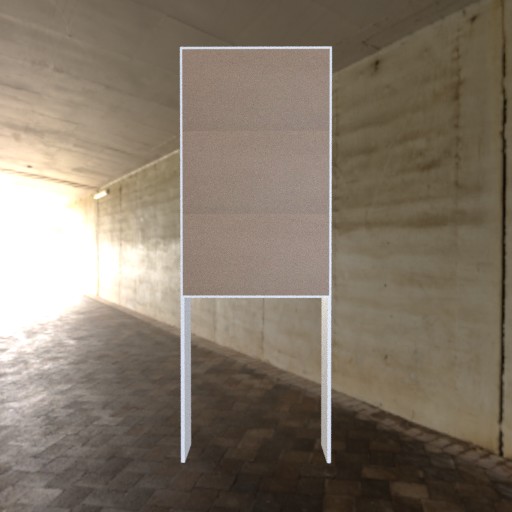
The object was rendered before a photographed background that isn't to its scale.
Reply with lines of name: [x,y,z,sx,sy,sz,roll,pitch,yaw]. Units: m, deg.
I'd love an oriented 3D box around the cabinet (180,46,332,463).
cabinet: [0.000,0.000,1.980,0.643,1.770,0.192,0,1,0]
